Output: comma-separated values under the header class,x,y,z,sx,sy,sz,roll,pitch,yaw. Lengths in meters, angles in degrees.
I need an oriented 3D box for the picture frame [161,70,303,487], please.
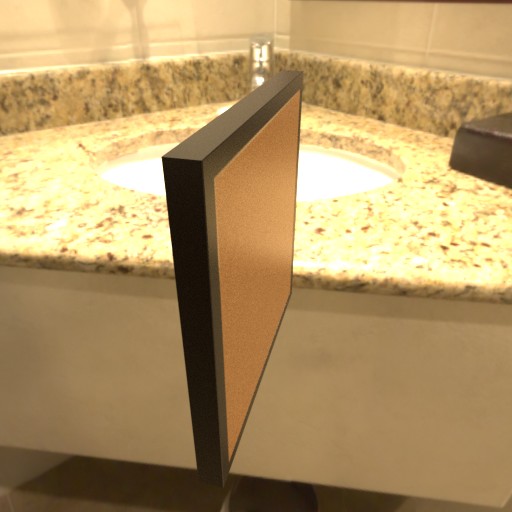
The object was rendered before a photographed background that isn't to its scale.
class,x,y,z,sx,sy,sz,roll,pitch,yaw
picture frame,0.000,0.000,0.519,0.029,0.353,0.355,8,32,13
